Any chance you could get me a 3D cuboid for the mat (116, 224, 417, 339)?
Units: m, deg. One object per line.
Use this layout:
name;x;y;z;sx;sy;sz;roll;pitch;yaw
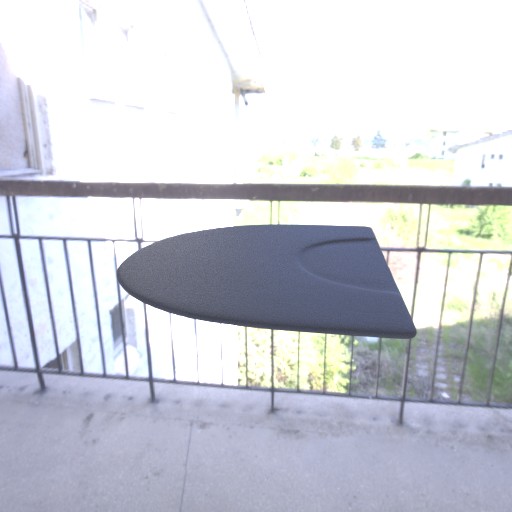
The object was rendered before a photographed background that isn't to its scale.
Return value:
mat;0.000;0.000;1.602;0.917;0.016;1.220;2;15;9
